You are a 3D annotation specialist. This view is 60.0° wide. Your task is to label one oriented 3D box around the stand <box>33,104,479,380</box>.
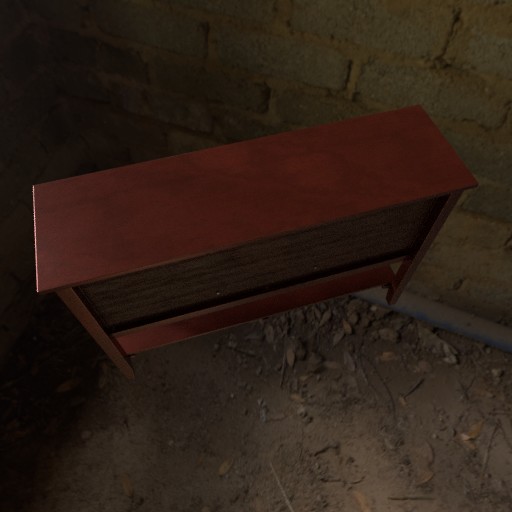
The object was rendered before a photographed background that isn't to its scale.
[{"bbox_3d":[0.000,0.000,1.780,1.362,0.872,0.410,-14,59,-9],"label":"stand"}]
